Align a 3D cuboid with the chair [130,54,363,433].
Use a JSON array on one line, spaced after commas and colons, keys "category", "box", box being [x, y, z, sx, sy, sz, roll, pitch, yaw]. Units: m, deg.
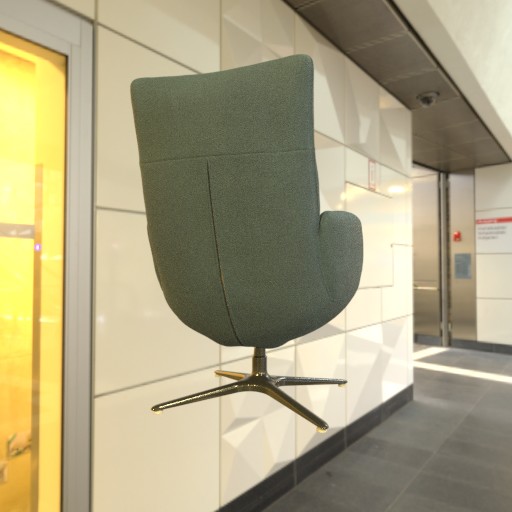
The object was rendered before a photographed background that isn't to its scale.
[{"category": "chair", "box": [0.000, 0.000, 1.561, 0.711, 1.016, 0.889, -1, -2, 17]}]
